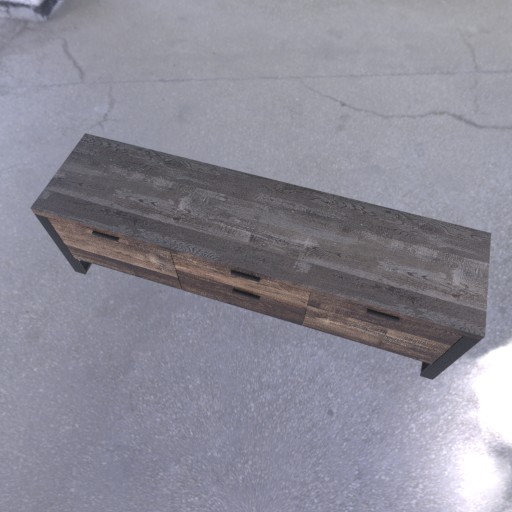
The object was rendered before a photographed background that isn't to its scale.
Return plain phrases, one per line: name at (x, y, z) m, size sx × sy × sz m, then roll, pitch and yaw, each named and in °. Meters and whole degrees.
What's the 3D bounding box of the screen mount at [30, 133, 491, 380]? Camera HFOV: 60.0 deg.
screen mount at (0.000, 0.000, 1.697) m, size 1.524 × 0.450 × 0.395 m, roll 15°, pitch 60°, yaw 9°
